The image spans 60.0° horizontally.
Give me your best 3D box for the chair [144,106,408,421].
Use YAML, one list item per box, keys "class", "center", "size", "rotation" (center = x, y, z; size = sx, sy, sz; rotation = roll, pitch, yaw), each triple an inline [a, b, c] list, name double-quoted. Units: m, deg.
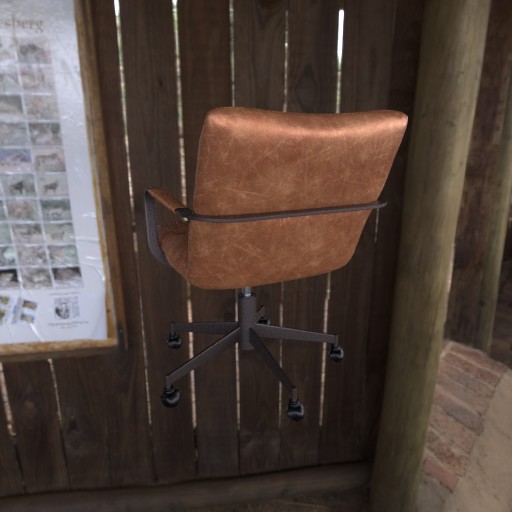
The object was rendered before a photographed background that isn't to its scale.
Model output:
- class: "chair"
  center: [0.000, 0.000, 1.496]
  size: [0.727, 0.922, 0.754]
  rotation: [-8, 18, -25]
